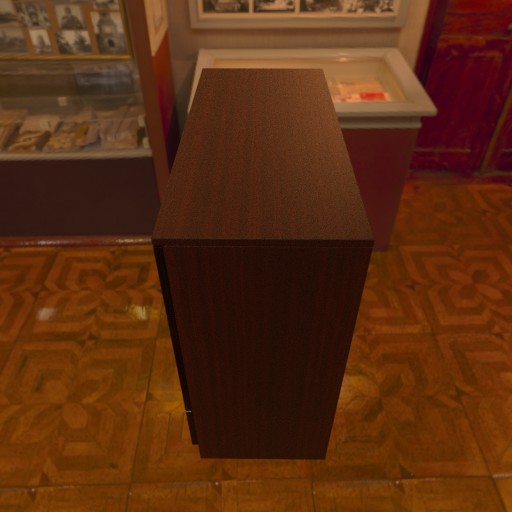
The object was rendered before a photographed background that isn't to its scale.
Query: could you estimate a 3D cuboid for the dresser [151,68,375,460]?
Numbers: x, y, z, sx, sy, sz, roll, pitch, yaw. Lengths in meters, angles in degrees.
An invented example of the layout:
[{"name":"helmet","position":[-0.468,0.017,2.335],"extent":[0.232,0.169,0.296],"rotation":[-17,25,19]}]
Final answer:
[{"name":"dresser","position":[0.000,0.000,1.176],"extent":[0.360,0.720,0.750],"rotation":[0,41,0]}]
